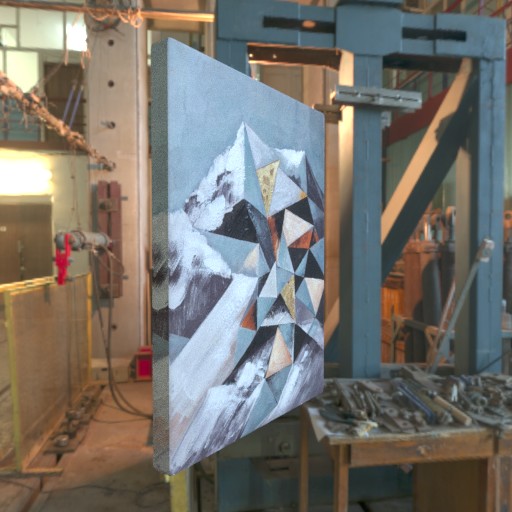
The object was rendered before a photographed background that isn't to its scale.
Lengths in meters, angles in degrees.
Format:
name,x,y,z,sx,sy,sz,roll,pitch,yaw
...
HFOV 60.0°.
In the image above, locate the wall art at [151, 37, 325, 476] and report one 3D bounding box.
name,x,y,z,sx,sy,sz,roll,pitch,yaw
wall art,0.000,0.000,0.807,0.037,0.613,0.455,1,2,37
